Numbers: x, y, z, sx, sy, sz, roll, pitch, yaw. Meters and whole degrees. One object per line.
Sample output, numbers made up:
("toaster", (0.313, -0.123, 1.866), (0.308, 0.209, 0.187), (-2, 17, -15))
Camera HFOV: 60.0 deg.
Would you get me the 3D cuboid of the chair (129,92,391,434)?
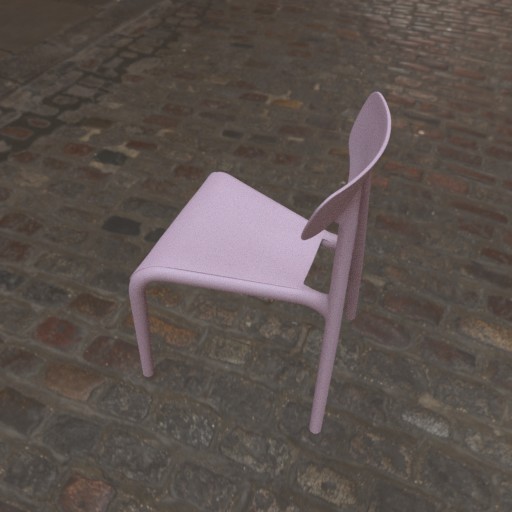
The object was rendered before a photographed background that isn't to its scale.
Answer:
("chair", (0.000, 0.000, 0.826), (0.401, 0.580, 0.356), (16, 49, 15))
